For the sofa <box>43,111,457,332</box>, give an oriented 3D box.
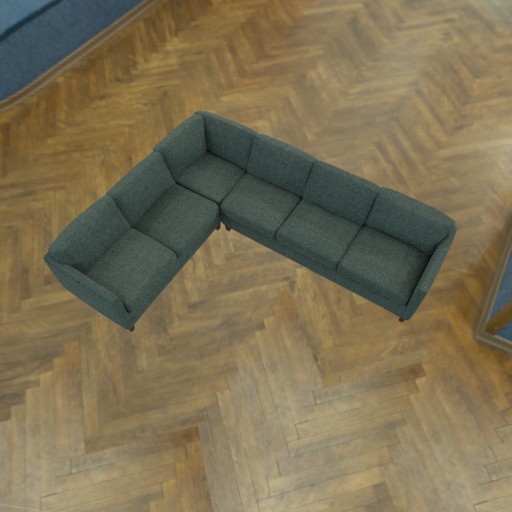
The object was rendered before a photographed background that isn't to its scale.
[{"bbox_3d":[0.000,0.000,4.570,3.302,0.947,2.593,28,61,17],"label":"sofa"}]
